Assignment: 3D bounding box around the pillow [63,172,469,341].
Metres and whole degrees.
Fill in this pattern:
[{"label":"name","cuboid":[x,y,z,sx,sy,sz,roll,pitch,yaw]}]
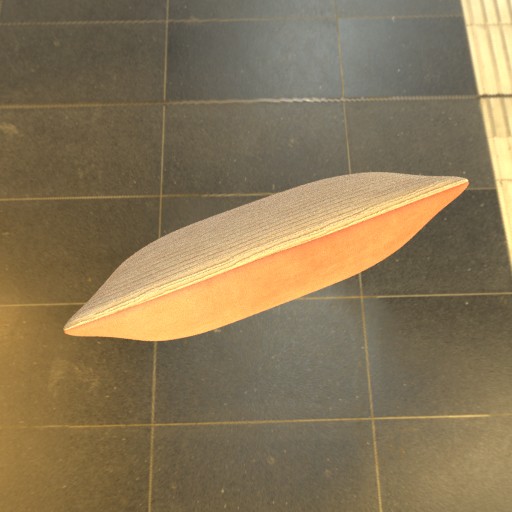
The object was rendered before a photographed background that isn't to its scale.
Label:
[{"label":"pillow","cuboid":[0.000,0.000,0.634,0.424,0.401,0.177,-20,75,-6]}]
